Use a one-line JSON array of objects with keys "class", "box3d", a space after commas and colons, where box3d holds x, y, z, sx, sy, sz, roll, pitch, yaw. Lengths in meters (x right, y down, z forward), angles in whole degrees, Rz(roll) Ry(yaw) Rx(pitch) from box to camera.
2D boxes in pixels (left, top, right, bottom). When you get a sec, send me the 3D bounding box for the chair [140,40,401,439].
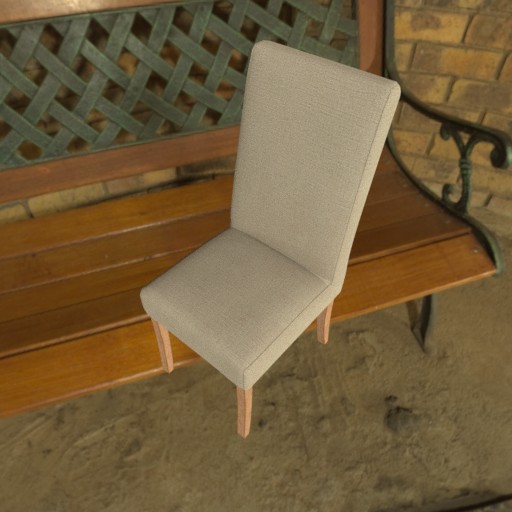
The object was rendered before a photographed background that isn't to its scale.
[{"class": "chair", "box3d": [0.000, 0.000, 1.373, 0.450, 1.033, 0.611, 31, 54, 26]}]
